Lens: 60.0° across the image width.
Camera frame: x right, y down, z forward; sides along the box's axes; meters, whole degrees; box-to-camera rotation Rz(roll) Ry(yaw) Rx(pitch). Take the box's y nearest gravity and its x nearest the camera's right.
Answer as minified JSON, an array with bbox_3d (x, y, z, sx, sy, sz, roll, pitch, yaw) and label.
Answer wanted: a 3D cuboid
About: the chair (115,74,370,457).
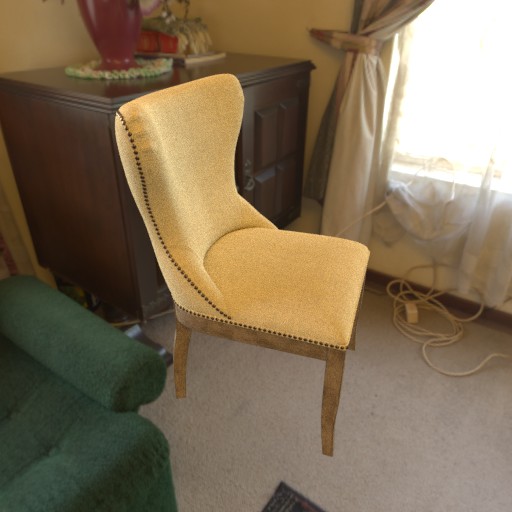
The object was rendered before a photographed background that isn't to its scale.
[{"bbox_3d":[0.000,0.000,1.417,0.681,1.002,0.654,9,31,16],"label":"chair"}]
